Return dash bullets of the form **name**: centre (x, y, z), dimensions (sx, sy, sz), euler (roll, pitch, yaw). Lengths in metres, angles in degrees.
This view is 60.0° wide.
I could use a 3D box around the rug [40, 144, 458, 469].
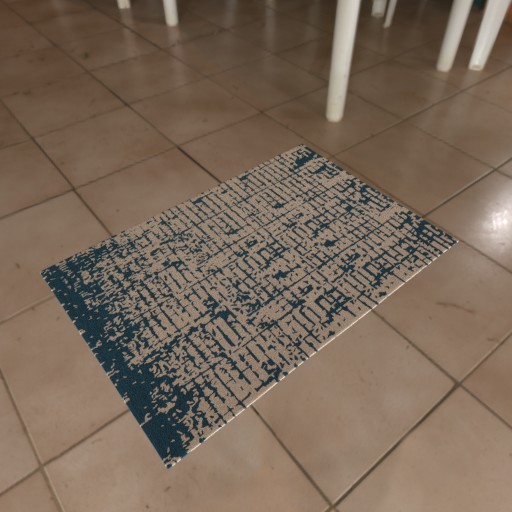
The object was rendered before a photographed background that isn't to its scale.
- **rug**: centre (0.000, 0.000, 2.314), dimensions (1.828, 0.007, 1.220), euler (-31, 54, -26)
